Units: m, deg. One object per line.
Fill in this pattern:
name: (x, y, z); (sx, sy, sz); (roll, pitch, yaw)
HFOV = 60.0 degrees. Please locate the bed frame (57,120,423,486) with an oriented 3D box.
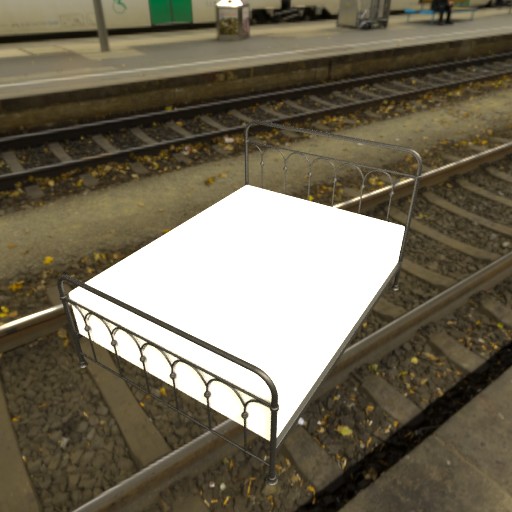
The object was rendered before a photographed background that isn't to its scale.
bed frame: (0.000, 0.000, 3.255); (1.664, 1.276, 2.203); (19, 37, 27)
